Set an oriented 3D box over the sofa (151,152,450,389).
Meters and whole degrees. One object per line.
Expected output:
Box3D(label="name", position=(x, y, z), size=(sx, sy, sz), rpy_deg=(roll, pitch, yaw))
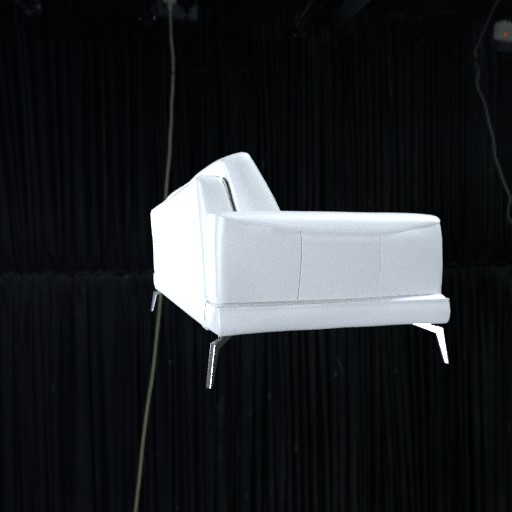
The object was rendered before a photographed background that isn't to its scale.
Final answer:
Box3D(label="sofa", position=(0.000, 0.000, 2.782), size=(1.121, 0.930, 2.177), rpy_deg=(0, 1, -19))
